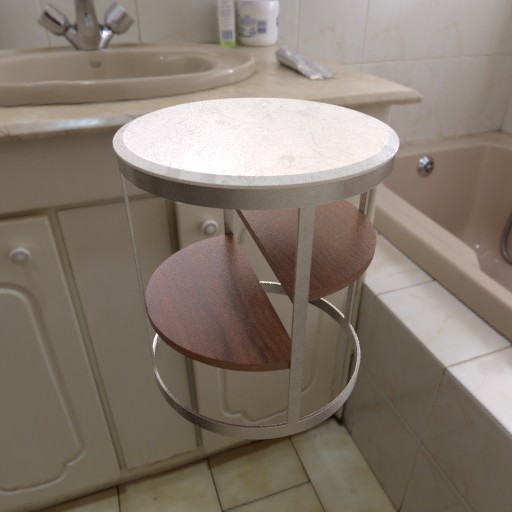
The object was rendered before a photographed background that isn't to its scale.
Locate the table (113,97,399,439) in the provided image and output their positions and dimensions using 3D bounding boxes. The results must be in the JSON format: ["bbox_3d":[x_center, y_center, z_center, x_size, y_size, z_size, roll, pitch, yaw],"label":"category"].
[{"bbox_3d":[0.000,0.000,0.767,0.407,0.447,0.407,0,32,0],"label":"table"}]
